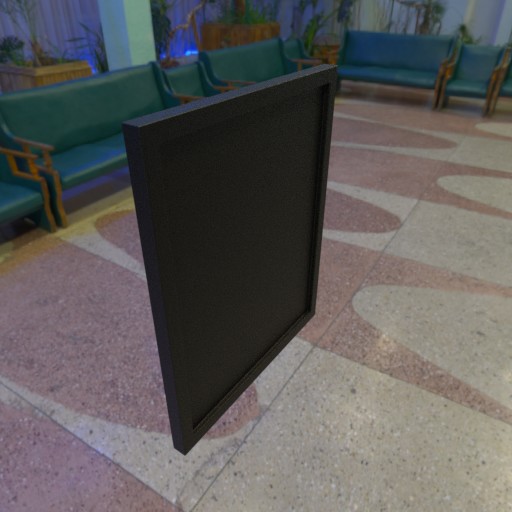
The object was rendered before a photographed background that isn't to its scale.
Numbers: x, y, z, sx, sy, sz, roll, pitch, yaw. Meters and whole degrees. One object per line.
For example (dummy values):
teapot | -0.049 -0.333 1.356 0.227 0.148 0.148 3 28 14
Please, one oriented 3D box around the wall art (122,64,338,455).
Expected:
wall art | 0.000 0.000 0.768 0.028 0.559 0.457 21 38 29
